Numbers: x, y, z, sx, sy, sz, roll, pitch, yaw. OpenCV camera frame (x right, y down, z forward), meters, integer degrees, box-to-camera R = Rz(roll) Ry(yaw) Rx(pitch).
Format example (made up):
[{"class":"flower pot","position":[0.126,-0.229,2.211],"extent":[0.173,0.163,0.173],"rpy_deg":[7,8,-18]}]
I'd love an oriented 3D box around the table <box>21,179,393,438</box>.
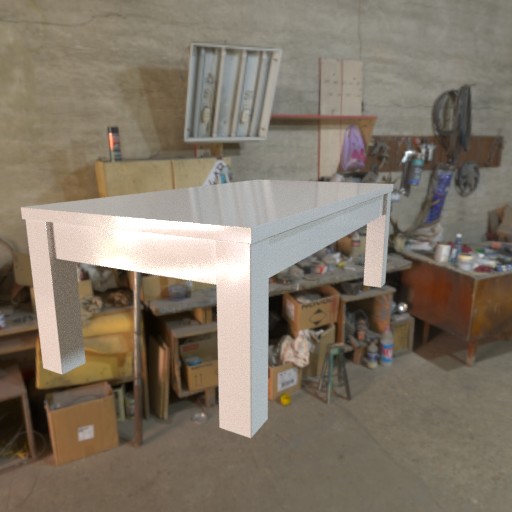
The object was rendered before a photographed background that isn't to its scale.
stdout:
[{"class":"table","position":[0.000,0.000,1.653],"extent":[0.700,0.470,1.350],"rpy_deg":[7,15,27]}]
